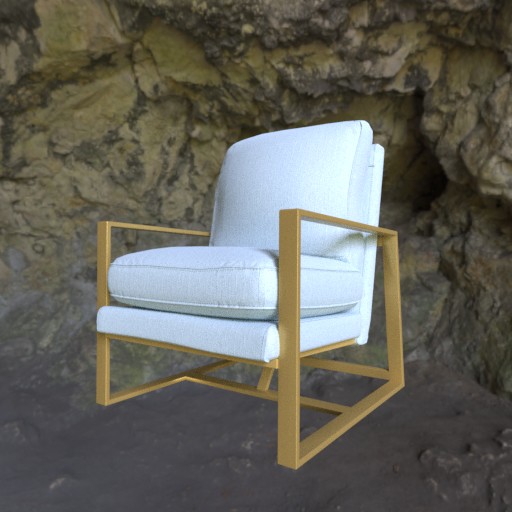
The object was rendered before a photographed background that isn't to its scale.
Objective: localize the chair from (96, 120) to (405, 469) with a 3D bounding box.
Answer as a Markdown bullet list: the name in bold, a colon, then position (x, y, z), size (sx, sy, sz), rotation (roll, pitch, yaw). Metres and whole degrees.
- **chair**: position (0.000, 0.000, 1.513), size (0.758, 0.956, 0.813), rotation (0, 1, 36)
